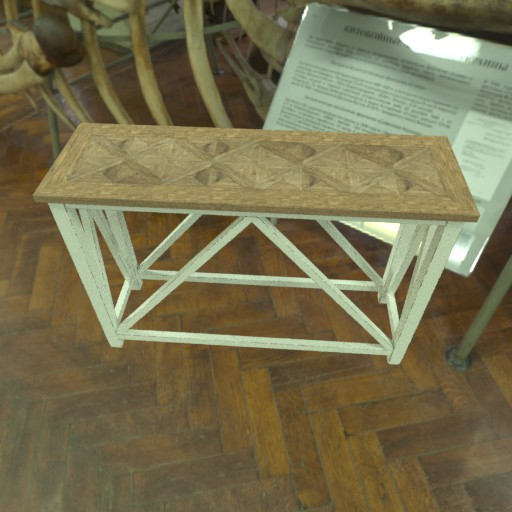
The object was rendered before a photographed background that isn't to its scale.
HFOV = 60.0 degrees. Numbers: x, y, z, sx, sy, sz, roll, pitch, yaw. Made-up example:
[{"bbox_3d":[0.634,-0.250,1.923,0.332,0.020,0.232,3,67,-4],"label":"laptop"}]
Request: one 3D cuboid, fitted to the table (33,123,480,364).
[{"bbox_3d":[0.000,0.000,1.872,1.400,0.930,0.450,3,46,3],"label":"table"}]
